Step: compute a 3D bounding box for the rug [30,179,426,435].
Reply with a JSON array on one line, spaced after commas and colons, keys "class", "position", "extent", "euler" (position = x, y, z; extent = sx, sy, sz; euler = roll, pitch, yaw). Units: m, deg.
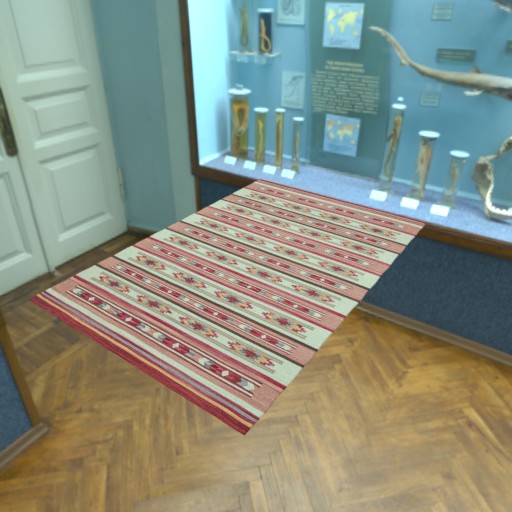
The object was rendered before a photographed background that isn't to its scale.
[{"class": "rug", "position": [0.000, 0.000, 2.329], "extent": [1.223, 0.008, 1.817], "euler": [20, 37, 30]}]
